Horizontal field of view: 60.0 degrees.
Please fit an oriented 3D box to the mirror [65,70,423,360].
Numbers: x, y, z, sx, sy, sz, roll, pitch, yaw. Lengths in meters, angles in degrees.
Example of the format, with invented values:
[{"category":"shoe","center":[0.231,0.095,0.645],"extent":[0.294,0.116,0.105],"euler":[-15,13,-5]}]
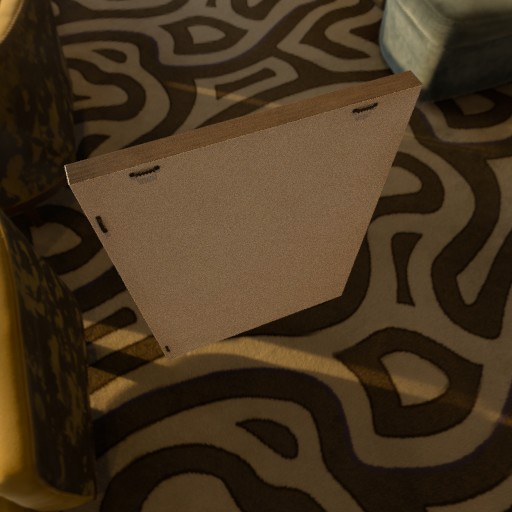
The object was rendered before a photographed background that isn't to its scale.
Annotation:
[{"category":"mirror","center":[0.000,0.000,0.906],"extent":[0.507,0.710,0.040],"euler":[-19,61,-11]}]
